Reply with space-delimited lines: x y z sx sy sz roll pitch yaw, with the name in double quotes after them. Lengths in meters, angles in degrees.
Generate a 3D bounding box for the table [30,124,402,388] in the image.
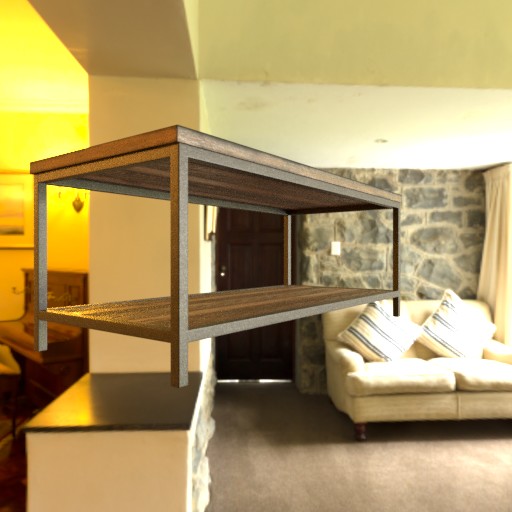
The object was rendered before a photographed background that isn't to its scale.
0.000 0.000 1.197 0.452 0.399 0.990 0 0 37 "table"
